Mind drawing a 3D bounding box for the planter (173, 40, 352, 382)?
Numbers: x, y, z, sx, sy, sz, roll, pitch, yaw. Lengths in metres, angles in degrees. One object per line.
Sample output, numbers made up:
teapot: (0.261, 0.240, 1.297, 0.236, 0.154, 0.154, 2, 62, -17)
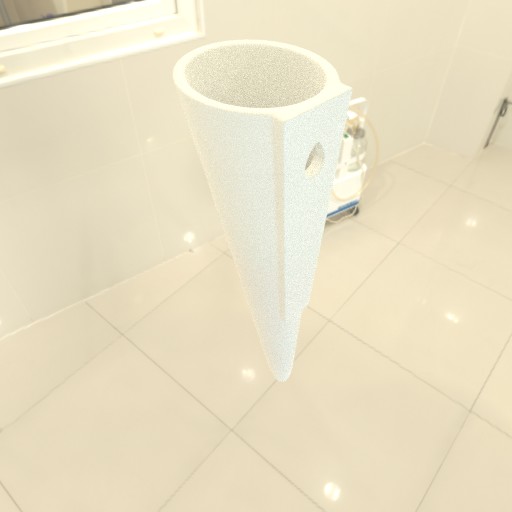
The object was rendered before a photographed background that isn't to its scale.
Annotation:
planter: (0.000, 0.000, 0.230, 0.057, 0.193, 0.064, -34, 55, -28)
